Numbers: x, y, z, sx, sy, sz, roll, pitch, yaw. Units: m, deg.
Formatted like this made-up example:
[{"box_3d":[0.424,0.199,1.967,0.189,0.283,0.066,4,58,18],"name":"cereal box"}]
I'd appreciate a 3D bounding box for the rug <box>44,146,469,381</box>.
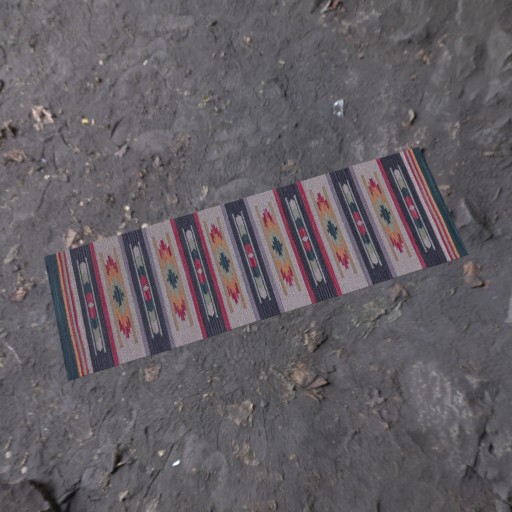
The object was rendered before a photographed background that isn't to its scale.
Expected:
[{"box_3d":[0.000,0.000,2.662,2.440,0.009,0.760,-17,76,-4],"name":"rug"}]
